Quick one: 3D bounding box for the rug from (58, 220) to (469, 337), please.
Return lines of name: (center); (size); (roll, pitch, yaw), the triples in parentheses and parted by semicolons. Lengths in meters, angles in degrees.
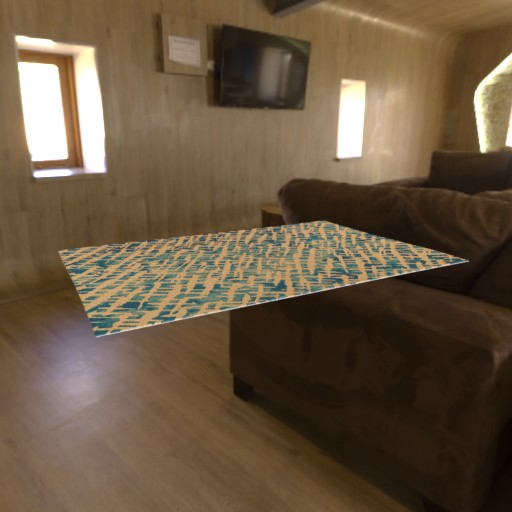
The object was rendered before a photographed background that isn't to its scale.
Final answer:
rug: (0.000, 0.000, 2.357); (1.830, 0.011, 1.209); (-8, 18, -27)
